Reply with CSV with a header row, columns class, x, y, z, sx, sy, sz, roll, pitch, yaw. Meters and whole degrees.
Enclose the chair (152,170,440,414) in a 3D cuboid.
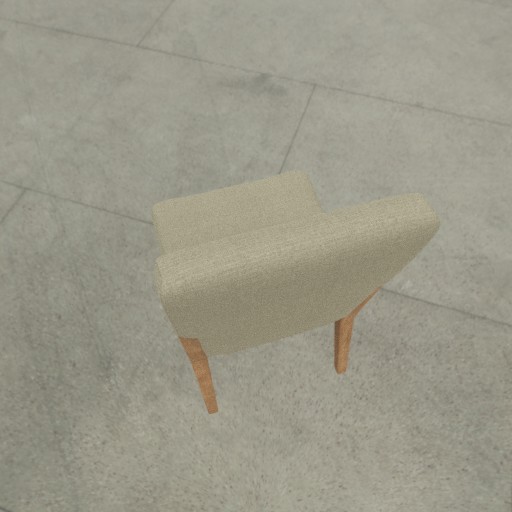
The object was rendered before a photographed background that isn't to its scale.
class,x,y,z,sx,sy,sz,roll,pitch,yaw
chair,0.000,0.000,1.214,0.507,0.911,0.586,-15,60,-9
